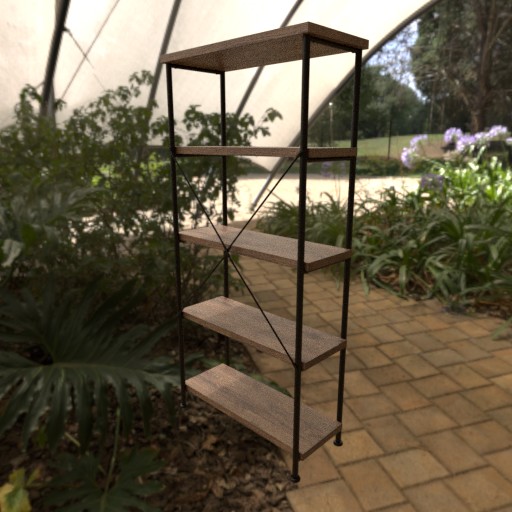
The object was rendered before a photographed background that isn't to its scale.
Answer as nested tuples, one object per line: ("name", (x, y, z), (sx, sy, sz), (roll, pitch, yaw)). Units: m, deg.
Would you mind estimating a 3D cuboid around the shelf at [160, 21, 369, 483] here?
("shelf", (0.000, 0.000, 1.969), (0.800, 1.700, 0.360), (14, 20, 42))
